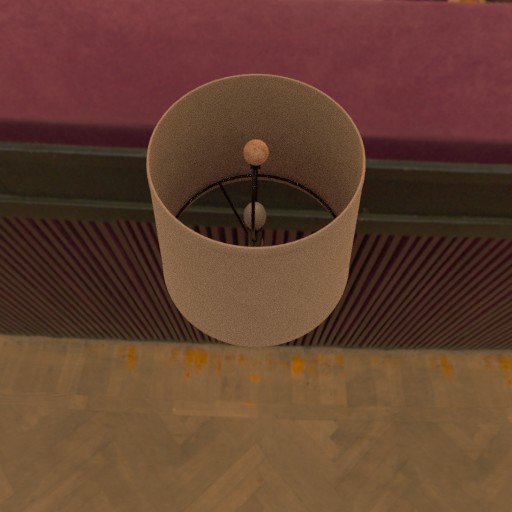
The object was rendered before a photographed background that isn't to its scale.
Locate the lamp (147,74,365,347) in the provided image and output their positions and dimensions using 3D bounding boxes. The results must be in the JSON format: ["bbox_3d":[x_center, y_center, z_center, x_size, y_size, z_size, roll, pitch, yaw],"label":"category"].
[{"bbox_3d":[0.000,0.000,0.654,0.273,0.497,0.273,0,64,0],"label":"lamp"}]
